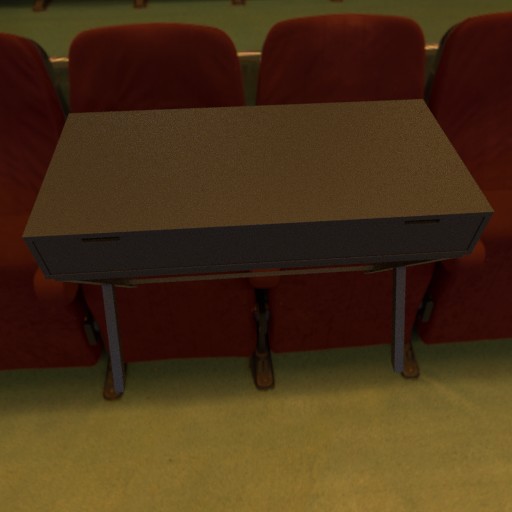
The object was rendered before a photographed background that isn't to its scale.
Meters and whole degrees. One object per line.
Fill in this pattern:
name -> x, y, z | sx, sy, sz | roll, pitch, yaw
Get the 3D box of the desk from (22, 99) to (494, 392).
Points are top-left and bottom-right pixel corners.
desk -> 0.000, 0.000, 1.446 | 1.057, 0.780, 0.504 | -3, 48, -3
